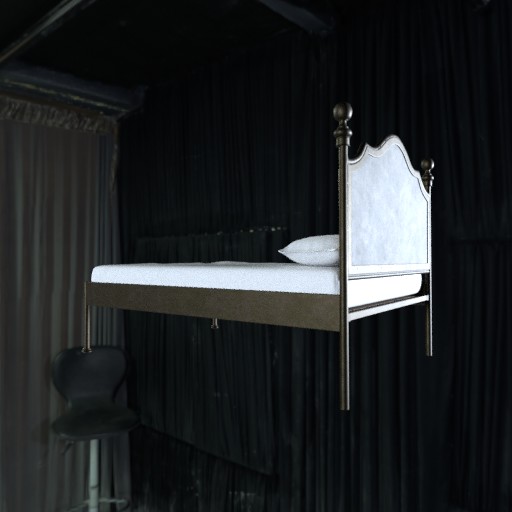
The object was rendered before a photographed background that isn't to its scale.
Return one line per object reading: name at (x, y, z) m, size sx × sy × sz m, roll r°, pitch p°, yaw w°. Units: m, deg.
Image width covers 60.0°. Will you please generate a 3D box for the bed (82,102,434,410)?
bed at (0.000, 0.000, 3.303) m, size 2.170 × 1.462 × 1.533 m, roll 0°, pitch 0°, yaw 36°
